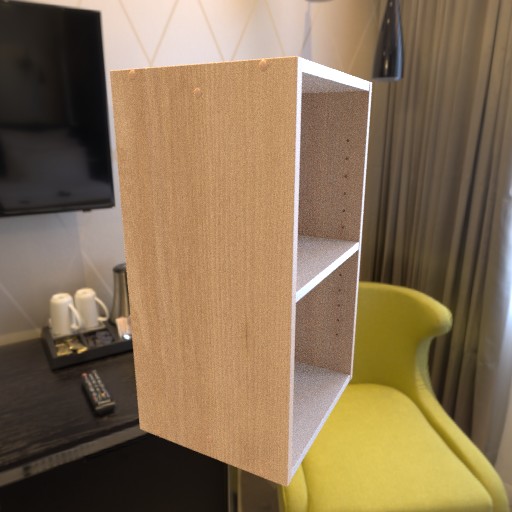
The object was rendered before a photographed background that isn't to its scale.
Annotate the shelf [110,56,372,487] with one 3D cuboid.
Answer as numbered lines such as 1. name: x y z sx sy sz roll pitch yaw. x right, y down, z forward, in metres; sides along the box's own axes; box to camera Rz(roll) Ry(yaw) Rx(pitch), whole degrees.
1. shelf: 0.000 0.000 0.799 0.290 0.600 0.350 8 18 27
